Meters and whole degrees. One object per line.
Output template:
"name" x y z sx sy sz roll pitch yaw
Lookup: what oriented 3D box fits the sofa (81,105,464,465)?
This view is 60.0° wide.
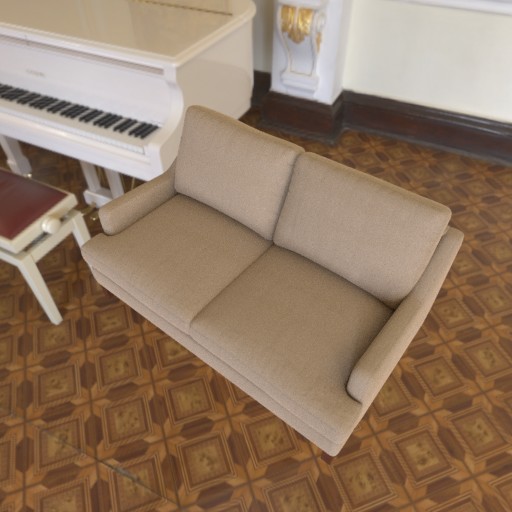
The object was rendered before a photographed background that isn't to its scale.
"sofa" 0.000 0.000 2.215 1.619 0.910 1.004 30 53 26
